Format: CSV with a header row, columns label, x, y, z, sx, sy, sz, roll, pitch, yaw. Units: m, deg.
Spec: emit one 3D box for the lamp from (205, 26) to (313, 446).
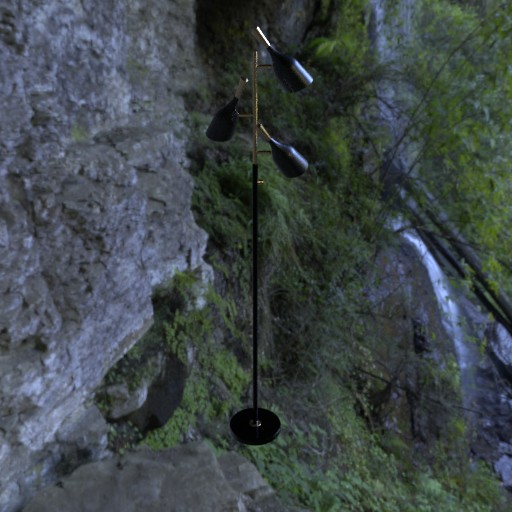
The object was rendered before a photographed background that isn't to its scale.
label,x,y,z,sx,sy,sz,roll,pitch,yaw
lamp,0.000,0.000,1.927,0.434,1.778,0.253,3,17,9
